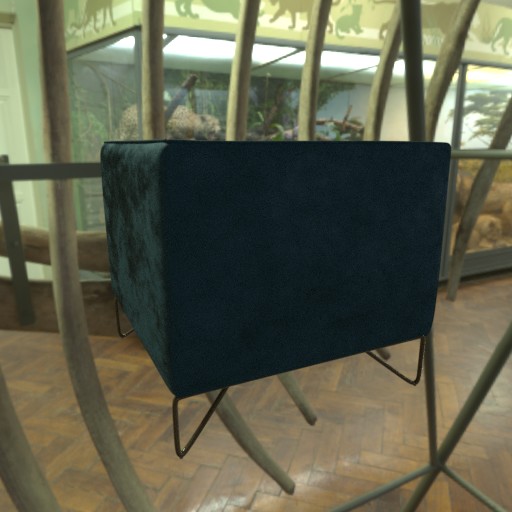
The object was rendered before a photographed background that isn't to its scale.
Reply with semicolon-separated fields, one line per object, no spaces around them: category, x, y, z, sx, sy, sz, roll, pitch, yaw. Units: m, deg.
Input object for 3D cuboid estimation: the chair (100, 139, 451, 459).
chair;0.000;0.000;1.564;0.894;0.790;0.880;-7;16;-26
